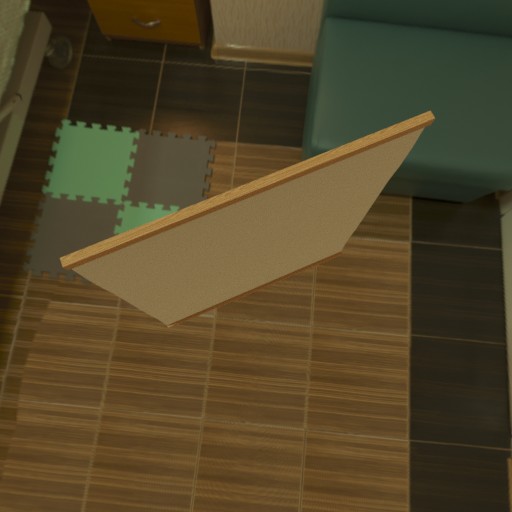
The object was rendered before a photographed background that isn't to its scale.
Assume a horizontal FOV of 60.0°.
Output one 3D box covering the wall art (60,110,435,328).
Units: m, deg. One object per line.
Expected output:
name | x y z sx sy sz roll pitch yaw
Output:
wall art | 0.000 0.000 0.795 0.458 0.605 0.011 -23 76 -6
